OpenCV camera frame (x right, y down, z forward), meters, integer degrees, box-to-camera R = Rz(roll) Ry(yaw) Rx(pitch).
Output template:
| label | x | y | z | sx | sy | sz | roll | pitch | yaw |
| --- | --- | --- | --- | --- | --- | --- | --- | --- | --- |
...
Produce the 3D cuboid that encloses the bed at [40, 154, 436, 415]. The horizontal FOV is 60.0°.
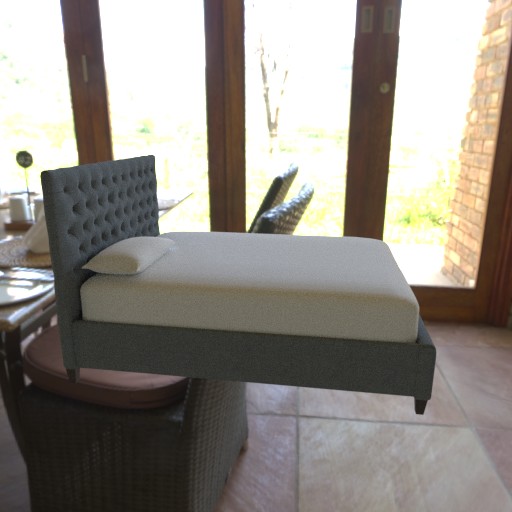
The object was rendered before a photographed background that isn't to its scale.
| label | x | y | z | sx | sy | sz | roll | pitch | yaw |
| --- | --- | --- | --- | --- | --- | --- | --- | --- | --- |
| bed | 0.000 | 0.000 | 3.393 | 2.335 | 1.411 | 1.698 | 3 | 16 | 9 |
